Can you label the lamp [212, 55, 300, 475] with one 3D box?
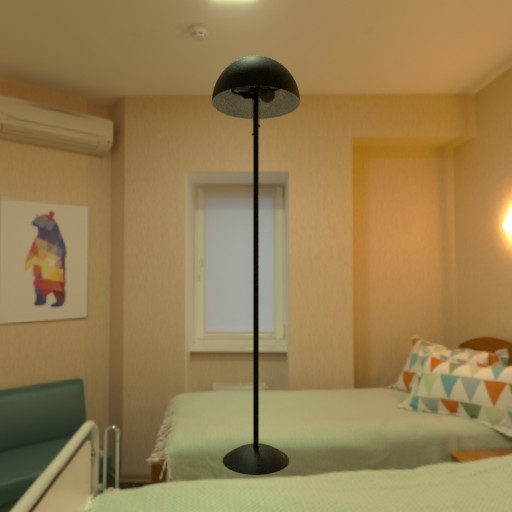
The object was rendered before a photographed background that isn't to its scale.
[{"bbox_3d":[0.000,0.000,1.633,0.328,1.480,0.328,1,-2,-36],"label":"lamp"}]
